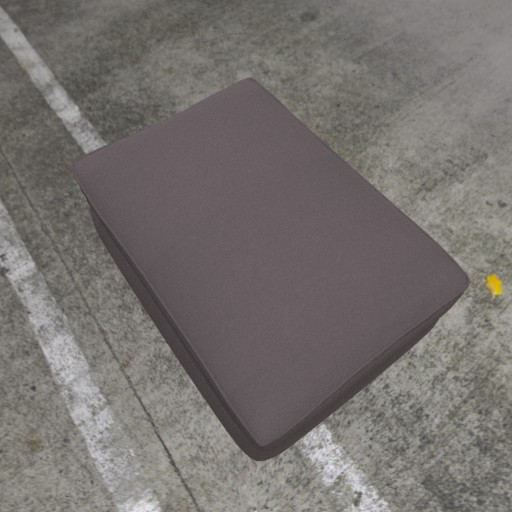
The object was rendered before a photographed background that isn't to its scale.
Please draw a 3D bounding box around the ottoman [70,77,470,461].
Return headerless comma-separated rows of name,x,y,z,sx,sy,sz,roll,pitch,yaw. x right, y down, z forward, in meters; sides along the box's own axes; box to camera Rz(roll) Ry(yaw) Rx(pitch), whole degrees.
ottoman,0.000,0.000,0.960,0.508,0.406,0.686,-32,65,-17
